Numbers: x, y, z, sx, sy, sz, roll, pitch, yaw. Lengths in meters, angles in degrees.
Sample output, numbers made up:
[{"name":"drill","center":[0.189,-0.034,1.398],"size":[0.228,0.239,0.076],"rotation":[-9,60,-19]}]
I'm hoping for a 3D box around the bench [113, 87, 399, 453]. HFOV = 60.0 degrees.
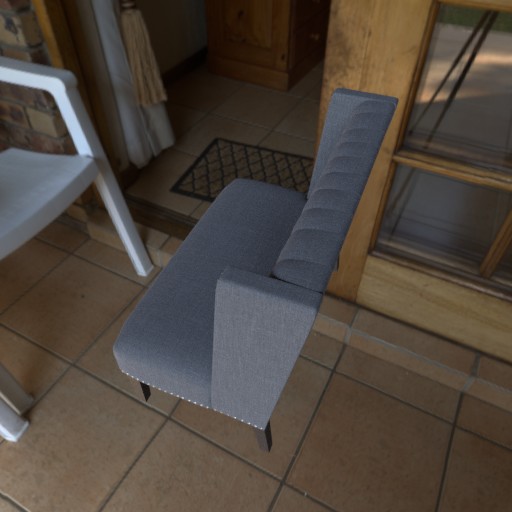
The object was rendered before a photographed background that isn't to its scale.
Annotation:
[{"name":"bench","center":[0.000,0.000,2.039],"size":[0.842,1.121,1.276],"rotation":[16,48,15]}]
